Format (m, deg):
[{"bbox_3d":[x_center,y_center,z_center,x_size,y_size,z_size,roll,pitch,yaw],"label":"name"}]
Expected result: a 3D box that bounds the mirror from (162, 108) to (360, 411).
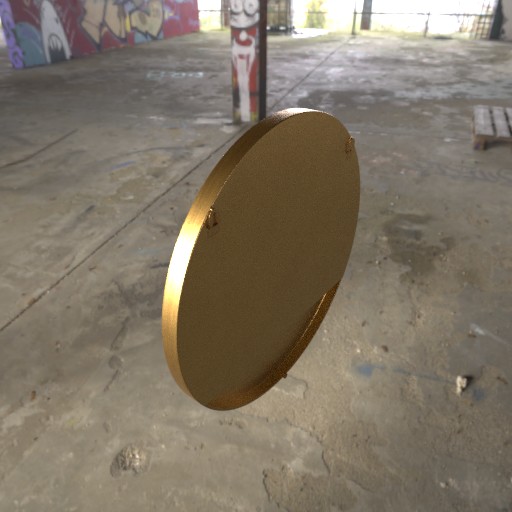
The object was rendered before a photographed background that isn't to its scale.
[{"bbox_3d":[0.000,0.000,0.698,0.133,0.457,0.457,22,38,31],"label":"mirror"}]
